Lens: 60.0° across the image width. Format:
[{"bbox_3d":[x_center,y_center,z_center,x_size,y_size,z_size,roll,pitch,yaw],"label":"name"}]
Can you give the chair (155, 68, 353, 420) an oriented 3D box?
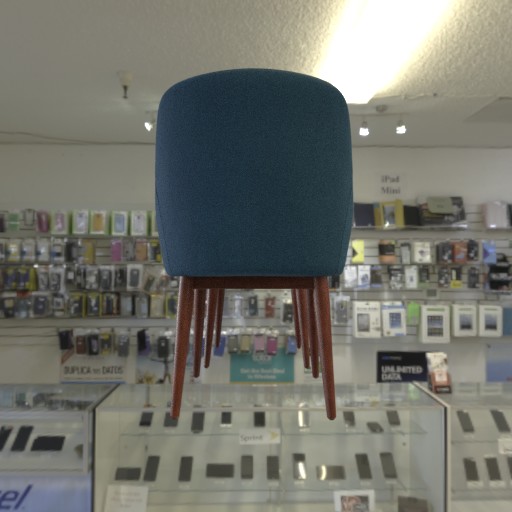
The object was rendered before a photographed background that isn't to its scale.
[{"bbox_3d":[0.000,0.000,1.590,0.584,0.866,1.114,0,-1,1],"label":"chair"}]
